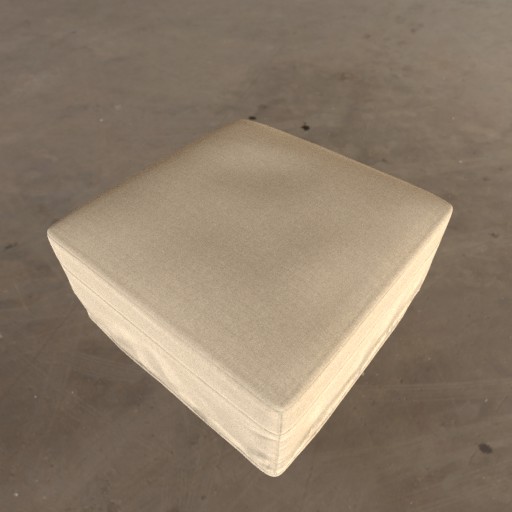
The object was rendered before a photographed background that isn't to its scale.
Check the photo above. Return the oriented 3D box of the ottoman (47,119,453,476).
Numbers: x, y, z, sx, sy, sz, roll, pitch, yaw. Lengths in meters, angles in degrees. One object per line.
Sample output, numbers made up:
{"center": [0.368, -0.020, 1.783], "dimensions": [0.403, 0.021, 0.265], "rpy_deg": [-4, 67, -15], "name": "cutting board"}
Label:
{"center": [0.000, 0.000, 1.352], "dimensions": [0.840, 0.436, 0.843], "rpy_deg": [31, 53, 27], "name": "ottoman"}
